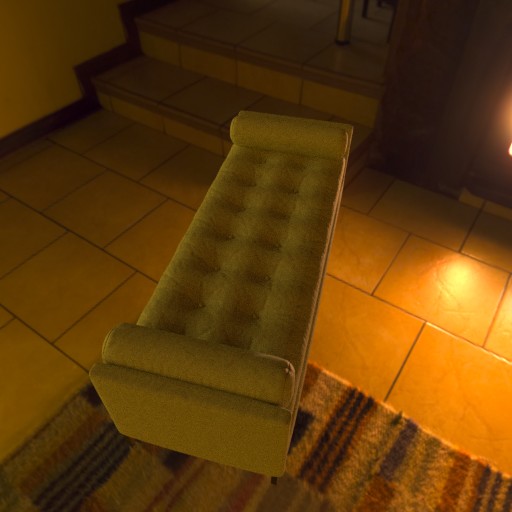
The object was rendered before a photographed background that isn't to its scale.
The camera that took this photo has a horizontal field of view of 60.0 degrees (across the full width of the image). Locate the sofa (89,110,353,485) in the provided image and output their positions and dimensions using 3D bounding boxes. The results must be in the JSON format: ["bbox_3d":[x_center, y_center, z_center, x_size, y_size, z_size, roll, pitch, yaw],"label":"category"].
[{"bbox_3d":[0.000,0.000,2.492,0.796,0.705,2.102,11,47,10],"label":"sofa"}]
